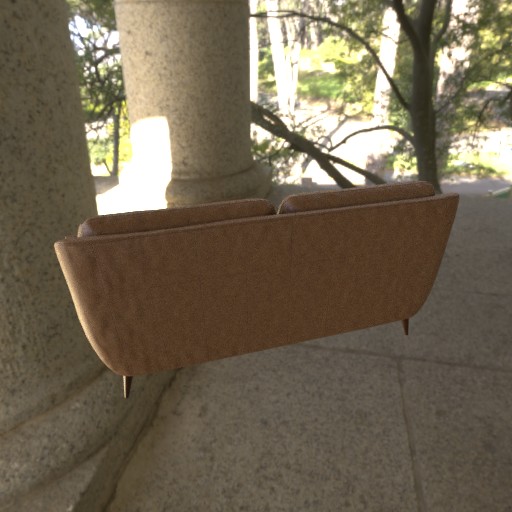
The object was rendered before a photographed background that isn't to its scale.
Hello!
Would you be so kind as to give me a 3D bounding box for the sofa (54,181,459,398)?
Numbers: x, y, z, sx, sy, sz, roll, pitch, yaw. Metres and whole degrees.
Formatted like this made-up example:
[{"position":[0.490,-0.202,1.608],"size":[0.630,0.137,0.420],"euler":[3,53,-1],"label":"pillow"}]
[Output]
[{"position":[0.000,0.000,2.355],"size":[1.902,0.839,0.904],"euler":[-8,27,-17],"label":"sofa"}]
